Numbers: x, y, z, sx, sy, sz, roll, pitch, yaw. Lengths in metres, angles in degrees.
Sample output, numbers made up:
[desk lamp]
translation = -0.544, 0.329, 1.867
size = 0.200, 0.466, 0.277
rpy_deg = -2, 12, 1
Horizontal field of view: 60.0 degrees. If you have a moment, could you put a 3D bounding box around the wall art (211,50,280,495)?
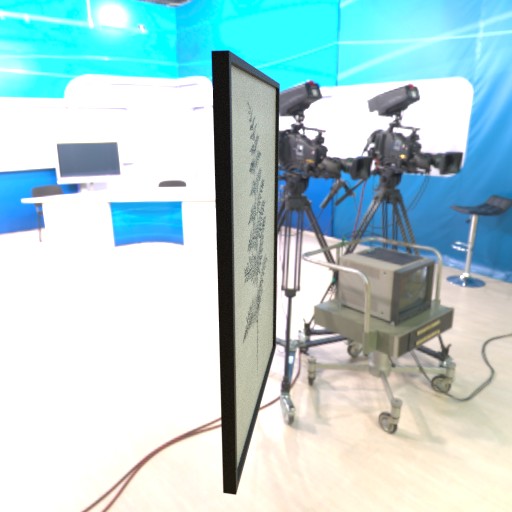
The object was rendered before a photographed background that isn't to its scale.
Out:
[wall art]
translation = 0.000, 0.000, 1.390
size = 0.036, 1.070, 0.802
rpy_deg = 3, 17, 10
